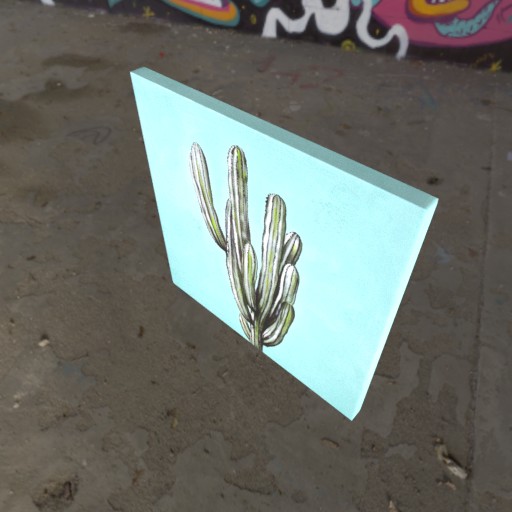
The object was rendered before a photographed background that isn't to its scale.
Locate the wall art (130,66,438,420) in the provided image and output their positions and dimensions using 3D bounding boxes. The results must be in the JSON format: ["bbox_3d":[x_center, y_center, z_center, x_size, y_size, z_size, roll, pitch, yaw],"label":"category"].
[{"bbox_3d":[0.000,0.000,1.622,1.071,1.073,0.070,33,54,28],"label":"wall art"}]
